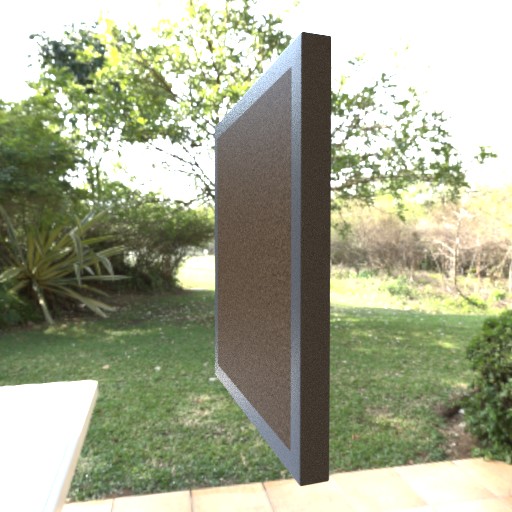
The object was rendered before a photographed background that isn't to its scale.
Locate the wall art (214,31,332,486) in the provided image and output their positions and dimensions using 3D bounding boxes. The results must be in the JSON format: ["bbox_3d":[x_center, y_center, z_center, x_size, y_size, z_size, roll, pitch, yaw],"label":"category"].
[{"bbox_3d":[0.000,0.000,0.530,0.028,0.381,0.331,-1,2,-18],"label":"wall art"}]
